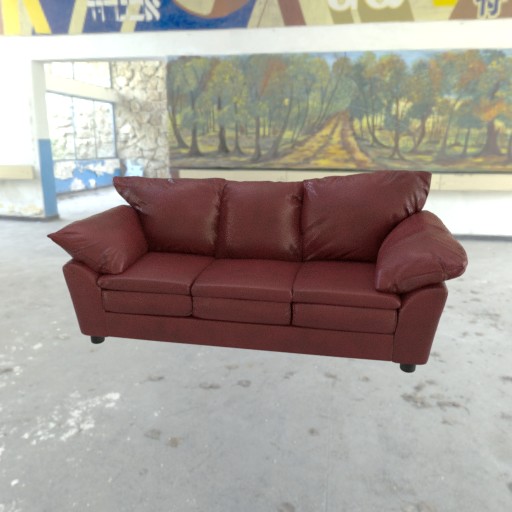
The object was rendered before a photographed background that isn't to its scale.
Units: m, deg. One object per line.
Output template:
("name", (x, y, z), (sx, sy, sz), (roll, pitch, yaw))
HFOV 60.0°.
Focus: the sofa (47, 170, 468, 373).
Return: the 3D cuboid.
("sofa", (0.000, 0.000, 2.880), (2.390, 1.091, 0.907), (3, 14, 11))
